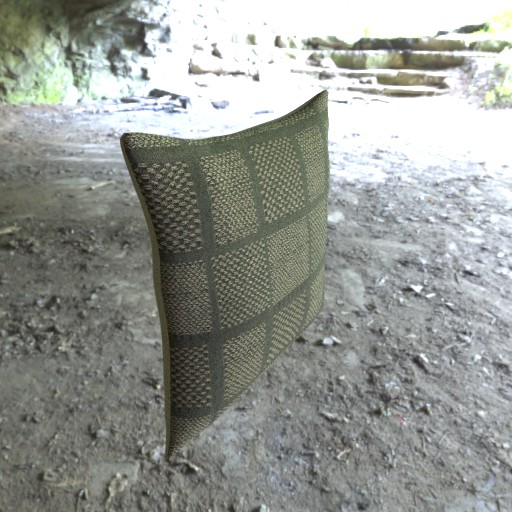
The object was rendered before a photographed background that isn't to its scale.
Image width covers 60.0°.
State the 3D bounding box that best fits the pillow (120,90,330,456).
[{"bbox_3d":[0.000,0.000,0.664,0.138,0.432,0.435,17,31,30],"label":"pillow"}]
